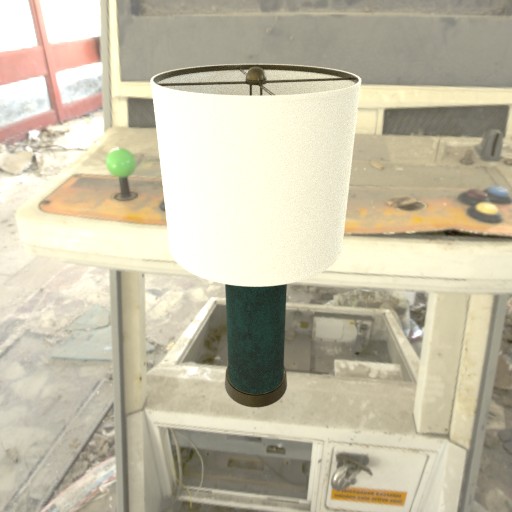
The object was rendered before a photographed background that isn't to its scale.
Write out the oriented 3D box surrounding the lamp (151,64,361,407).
[{"bbox_3d":[0.000,0.000,0.796,0.301,0.630,0.301,18,35,29],"label":"lamp"}]
